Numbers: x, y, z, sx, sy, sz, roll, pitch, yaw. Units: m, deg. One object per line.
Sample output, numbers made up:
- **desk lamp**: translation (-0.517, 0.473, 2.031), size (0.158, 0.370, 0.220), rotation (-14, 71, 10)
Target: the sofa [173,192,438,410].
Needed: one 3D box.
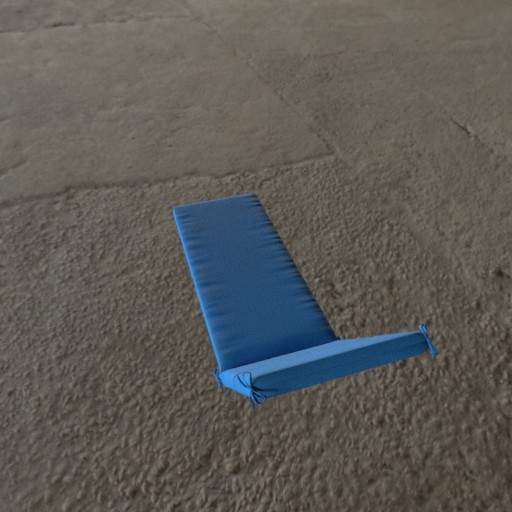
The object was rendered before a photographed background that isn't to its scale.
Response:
- **sofa**: translation (0.000, 0.000, 1.930), size (0.582, 0.622, 1.663), rotation (-12, 43, -13)
